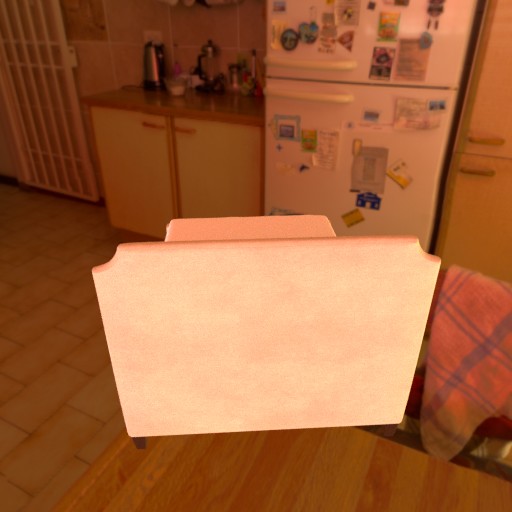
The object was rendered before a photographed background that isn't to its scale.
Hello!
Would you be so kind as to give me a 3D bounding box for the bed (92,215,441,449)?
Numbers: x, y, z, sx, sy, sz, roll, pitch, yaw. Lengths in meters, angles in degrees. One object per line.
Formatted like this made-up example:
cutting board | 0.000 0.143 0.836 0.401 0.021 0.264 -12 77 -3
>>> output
bed | 0.000 0.000 3.436 1.712 1.443 2.372 -2 29 -3
